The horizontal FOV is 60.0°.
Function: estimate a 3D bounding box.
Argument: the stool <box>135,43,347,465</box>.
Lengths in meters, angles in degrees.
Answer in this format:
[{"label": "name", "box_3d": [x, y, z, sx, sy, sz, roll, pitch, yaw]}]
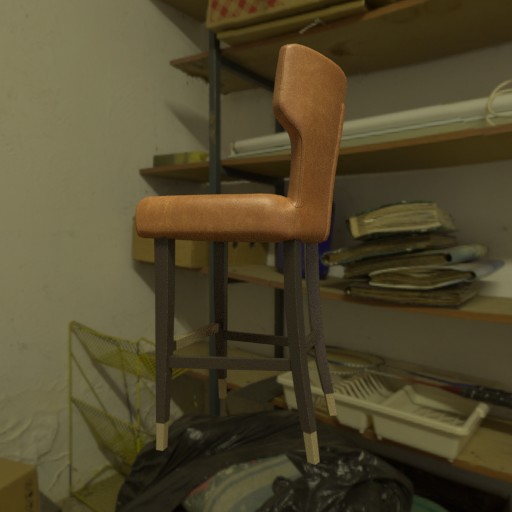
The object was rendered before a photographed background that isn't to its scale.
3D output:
[{"label": "stool", "box_3d": [0.000, 0.000, 1.406, 0.563, 1.092, 0.526, 0, 1, 18]}]
